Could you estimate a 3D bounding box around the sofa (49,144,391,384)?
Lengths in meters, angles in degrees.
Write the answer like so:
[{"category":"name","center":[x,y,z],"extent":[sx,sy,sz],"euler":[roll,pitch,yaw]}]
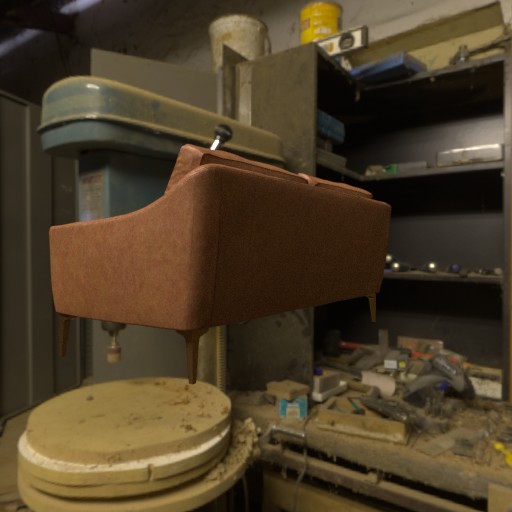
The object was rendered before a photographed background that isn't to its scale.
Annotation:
[{"category":"sofa","center":[0.000,0.000,2.622],"extent":[0.981,0.945,2.036],"euler":[1,1,37]}]
